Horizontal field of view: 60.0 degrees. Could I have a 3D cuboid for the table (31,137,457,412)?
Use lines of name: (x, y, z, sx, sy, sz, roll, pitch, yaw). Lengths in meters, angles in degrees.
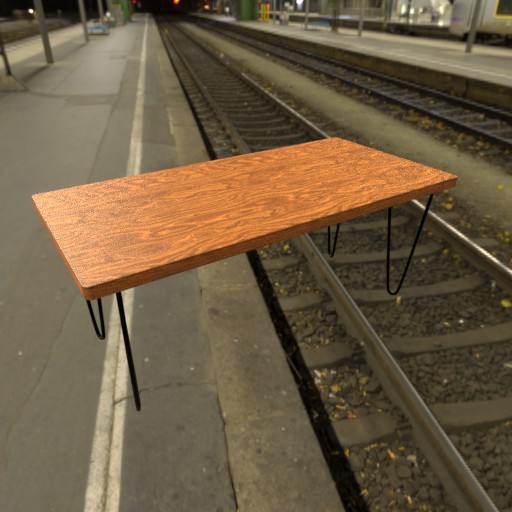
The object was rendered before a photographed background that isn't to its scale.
table: (0.000, 0.000, 2.238, 1.791, 0.753, 0.883, -18, 34, -28)
